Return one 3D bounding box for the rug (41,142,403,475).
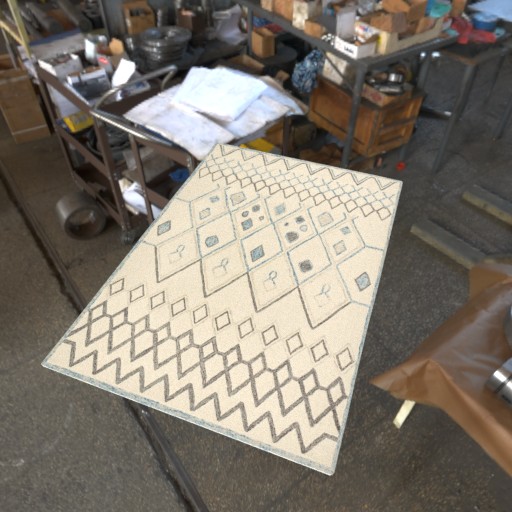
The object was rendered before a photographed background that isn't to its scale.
[{"bbox_3d":[0.000,0.000,2.303,1.260,0.009,1.820,15,48,14],"label":"rug"}]
